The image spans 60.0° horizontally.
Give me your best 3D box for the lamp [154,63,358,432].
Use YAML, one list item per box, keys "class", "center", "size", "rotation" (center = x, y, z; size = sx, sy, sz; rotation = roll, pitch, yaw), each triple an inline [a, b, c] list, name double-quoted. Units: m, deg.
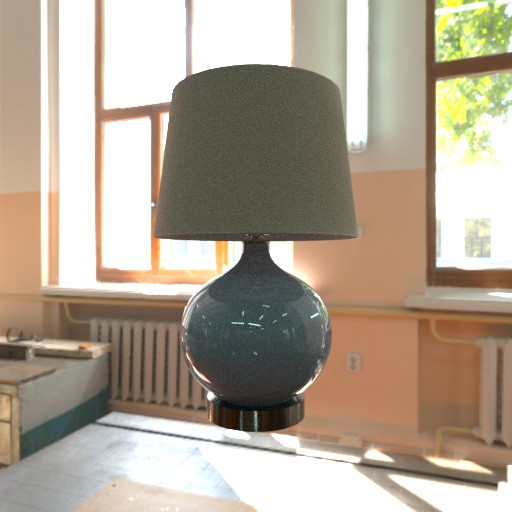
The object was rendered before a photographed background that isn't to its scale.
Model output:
- class: "lamp"
  center: [0.000, 0.000, 0.547]
  size: [0.247, 0.387, 0.247]
  rotation: [0, 0, 0]
